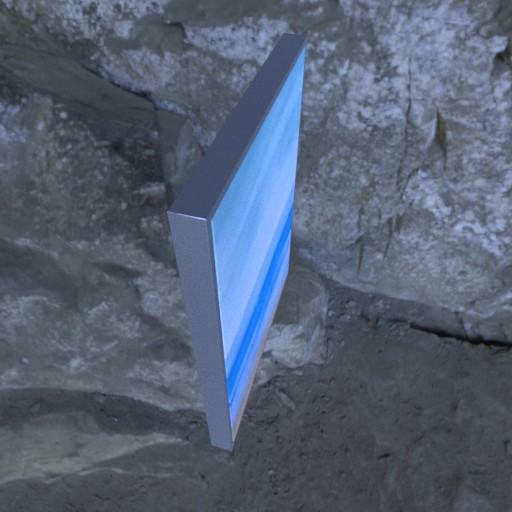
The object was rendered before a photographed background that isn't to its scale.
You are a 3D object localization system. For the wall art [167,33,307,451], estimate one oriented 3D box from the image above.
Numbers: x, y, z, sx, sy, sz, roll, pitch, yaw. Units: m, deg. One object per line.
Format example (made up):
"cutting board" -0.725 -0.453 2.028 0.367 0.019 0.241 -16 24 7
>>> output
"wall art" 0.000 0.000 0.743 0.039 0.553 0.445 12 48 11
